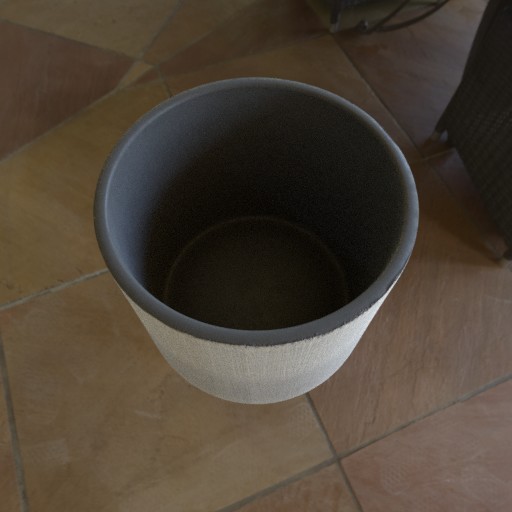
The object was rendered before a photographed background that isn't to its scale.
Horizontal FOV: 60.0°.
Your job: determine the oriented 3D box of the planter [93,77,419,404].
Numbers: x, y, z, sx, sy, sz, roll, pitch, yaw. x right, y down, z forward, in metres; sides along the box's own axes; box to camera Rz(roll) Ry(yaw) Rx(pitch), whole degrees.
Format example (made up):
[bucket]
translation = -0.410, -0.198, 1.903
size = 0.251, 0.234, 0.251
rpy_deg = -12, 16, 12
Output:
[planter]
translation = 0.000, 0.000, 0.392
size = 0.226, 0.201, 0.226
rpy_deg = 0, 62, 0
